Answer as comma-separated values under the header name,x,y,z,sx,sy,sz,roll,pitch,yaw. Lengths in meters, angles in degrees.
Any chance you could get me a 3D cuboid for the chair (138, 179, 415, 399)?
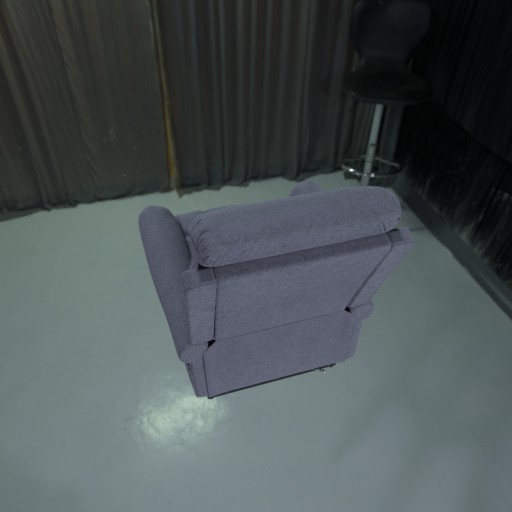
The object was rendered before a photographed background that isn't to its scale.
name,x,y,z,sx,sy,sz,roll,pitch,yaw
chair,0.000,0.000,1.799,0.871,1.031,0.979,-11,42,-13
